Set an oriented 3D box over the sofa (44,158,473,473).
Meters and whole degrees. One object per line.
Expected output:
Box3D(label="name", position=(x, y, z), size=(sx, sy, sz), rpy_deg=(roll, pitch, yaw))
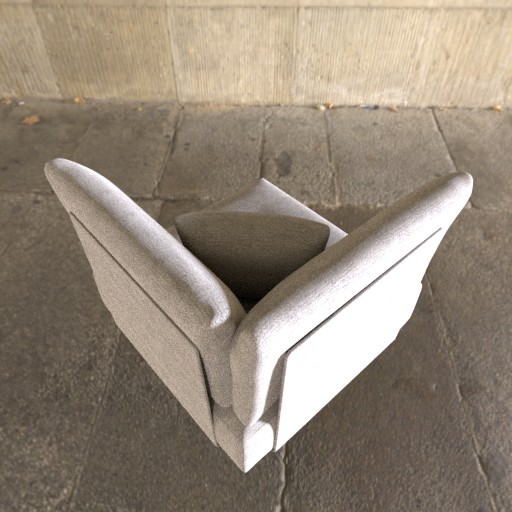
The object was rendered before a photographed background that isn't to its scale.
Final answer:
Box3D(label="sofa", position=(0.000, 0.000, 1.690), size=(1.000, 0.820, 1.000), rpy_deg=(-33, 54, -27))
